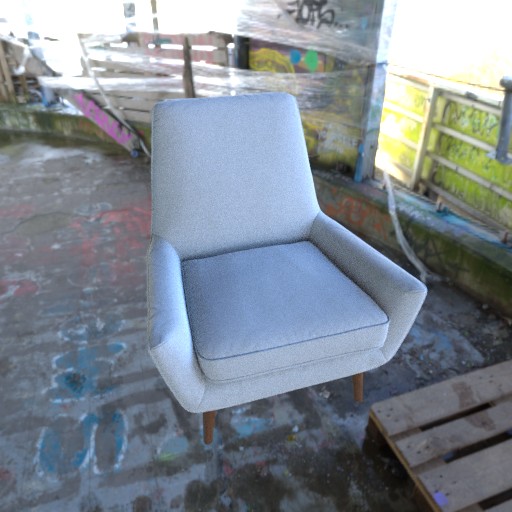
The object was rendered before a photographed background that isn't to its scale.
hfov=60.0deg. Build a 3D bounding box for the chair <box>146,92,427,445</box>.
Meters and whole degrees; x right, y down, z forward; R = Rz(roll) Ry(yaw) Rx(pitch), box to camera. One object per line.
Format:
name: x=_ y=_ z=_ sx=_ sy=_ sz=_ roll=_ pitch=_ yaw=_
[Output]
chair: x=0.000 y=0.000 z=1.482 sx=0.787 sy=0.888 sz=0.822 roll=-10 pitch=34 yaw=-15
